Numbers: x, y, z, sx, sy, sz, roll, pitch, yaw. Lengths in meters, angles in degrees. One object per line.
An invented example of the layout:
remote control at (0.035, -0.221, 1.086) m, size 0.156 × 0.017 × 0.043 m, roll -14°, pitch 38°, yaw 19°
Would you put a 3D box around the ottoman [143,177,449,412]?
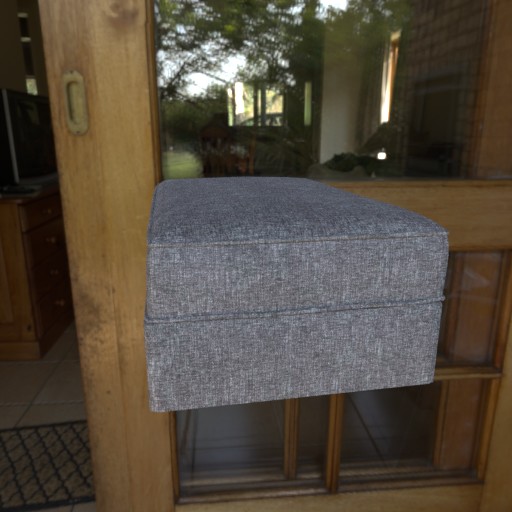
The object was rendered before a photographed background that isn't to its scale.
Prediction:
ottoman at (0.000, 0.000, 1.542) m, size 0.717 × 0.487 × 1.184 m, roll -3°, pitch 16°, yaw -10°
